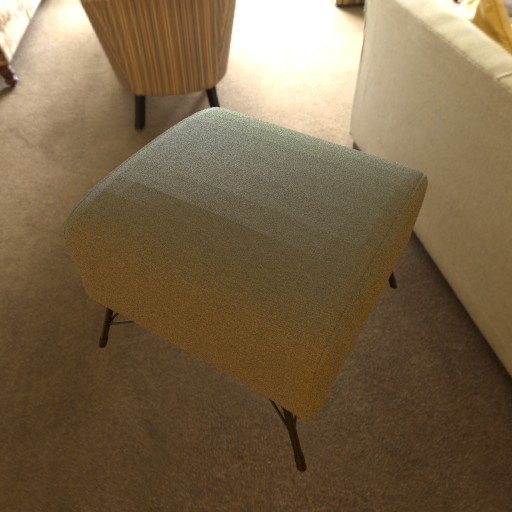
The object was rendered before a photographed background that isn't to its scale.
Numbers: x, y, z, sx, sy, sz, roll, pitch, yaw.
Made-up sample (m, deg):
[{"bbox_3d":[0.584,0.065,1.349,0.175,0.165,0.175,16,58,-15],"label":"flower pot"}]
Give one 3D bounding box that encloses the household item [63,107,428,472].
[{"bbox_3d":[0.000,0.000,0.923,0.530,0.410,0.530,24,51,21],"label":"household item"}]
